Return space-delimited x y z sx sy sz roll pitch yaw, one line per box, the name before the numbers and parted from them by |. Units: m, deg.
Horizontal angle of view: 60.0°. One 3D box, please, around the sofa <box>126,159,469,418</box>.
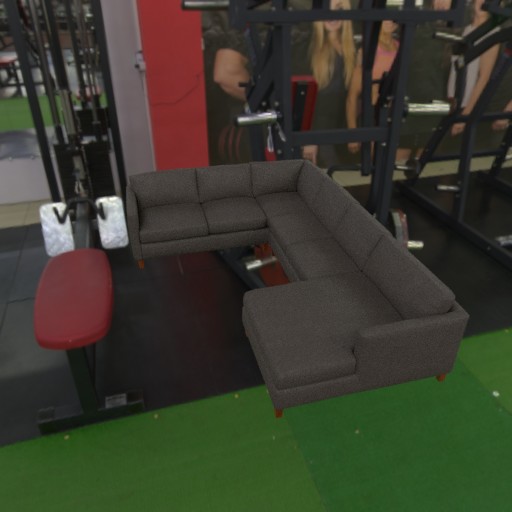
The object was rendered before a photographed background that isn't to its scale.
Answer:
sofa | 0.000 0.000 4.699 2.594 0.961 3.460 -8 32 -13
